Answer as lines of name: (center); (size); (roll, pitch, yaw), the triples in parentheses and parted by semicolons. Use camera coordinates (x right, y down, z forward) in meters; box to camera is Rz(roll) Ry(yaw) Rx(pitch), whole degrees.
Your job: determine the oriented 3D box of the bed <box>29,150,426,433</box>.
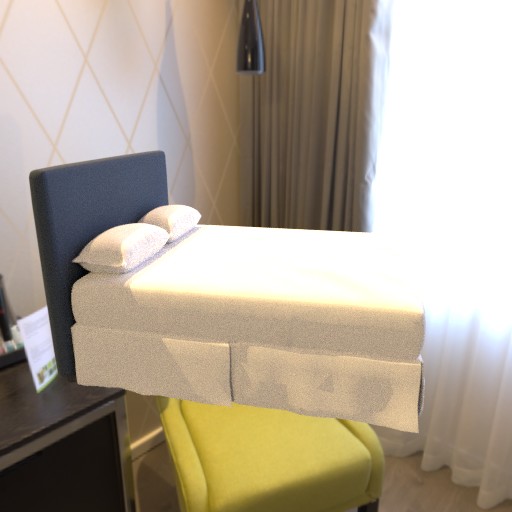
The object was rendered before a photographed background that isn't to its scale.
bed: (0.000, 0.000, 3.100); (2.162, 1.330, 1.713); (4, 17, 11)
